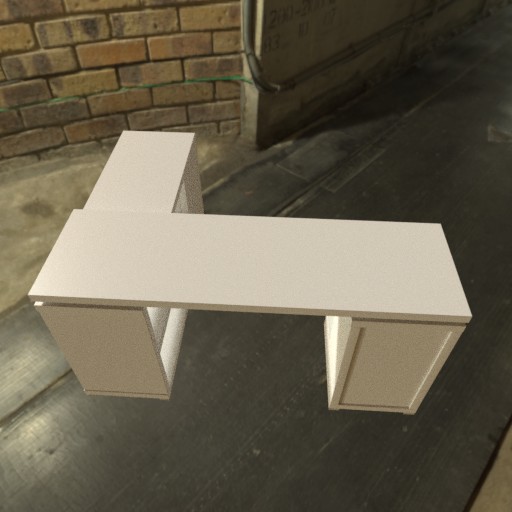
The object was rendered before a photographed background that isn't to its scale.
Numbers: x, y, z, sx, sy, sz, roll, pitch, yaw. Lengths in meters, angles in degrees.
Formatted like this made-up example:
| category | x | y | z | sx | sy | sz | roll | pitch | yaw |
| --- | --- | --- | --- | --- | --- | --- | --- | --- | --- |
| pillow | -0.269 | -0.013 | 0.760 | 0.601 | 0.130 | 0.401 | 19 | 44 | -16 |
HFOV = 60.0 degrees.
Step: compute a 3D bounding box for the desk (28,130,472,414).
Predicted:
| category | x | y | z | sx | sy | sz | roll | pitch | yaw |
| --- | --- | --- | --- | --- | --- | --- | --- | --- | --- |
| desk | 0.000 | 0.000 | 2.200 | 1.524 | 0.753 | 1.200 | 3 | 46 | 2 |
